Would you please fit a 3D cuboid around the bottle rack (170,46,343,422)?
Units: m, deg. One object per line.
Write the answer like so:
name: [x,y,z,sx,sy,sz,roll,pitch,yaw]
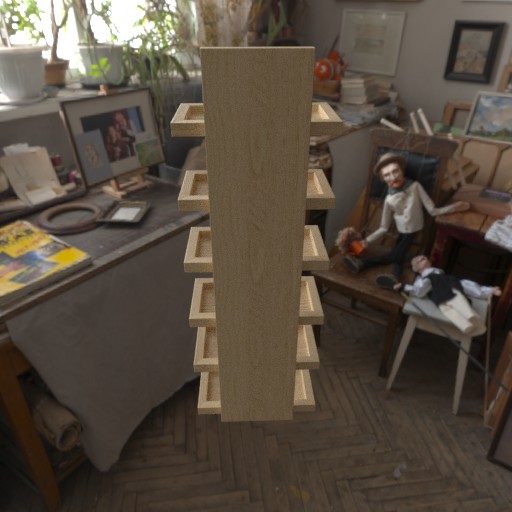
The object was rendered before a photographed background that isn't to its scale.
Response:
bottle rack: [0.000,0.000,1.085,0.330,0.943,0.206,-1,30,-2]
